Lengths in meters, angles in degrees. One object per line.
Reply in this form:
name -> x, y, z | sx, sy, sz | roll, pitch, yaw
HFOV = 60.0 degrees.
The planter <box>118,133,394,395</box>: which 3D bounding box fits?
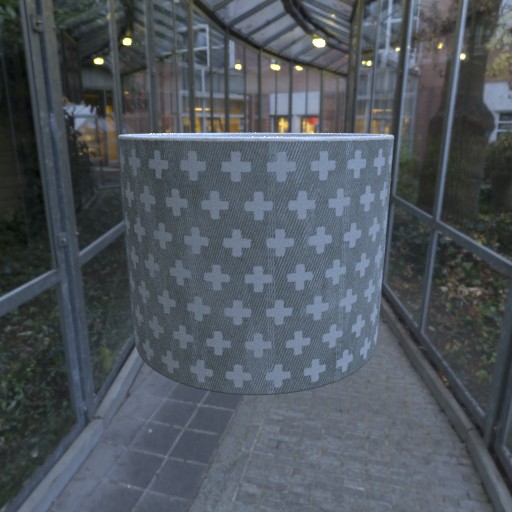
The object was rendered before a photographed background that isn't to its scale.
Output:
planter -> 0.000, 0.000, 0.452 | 0.250, 0.239, 0.250 | 0, 16, 0
